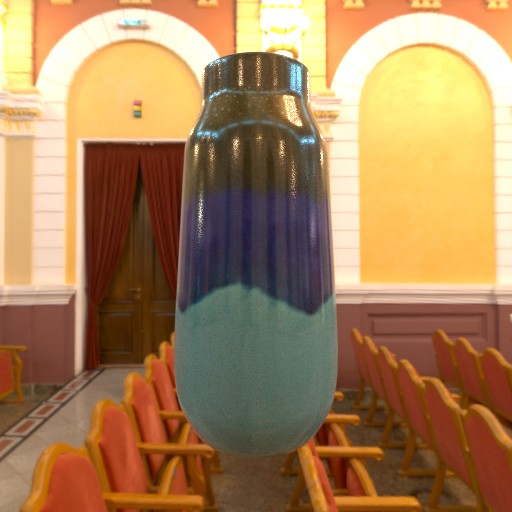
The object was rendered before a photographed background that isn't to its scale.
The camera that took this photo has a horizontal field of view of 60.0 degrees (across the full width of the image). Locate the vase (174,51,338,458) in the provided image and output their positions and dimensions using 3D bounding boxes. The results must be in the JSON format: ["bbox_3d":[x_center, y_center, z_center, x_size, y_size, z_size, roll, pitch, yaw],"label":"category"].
[{"bbox_3d":[0.000,0.000,0.381,0.139,0.313,0.139,0,0,0],"label":"vase"}]
